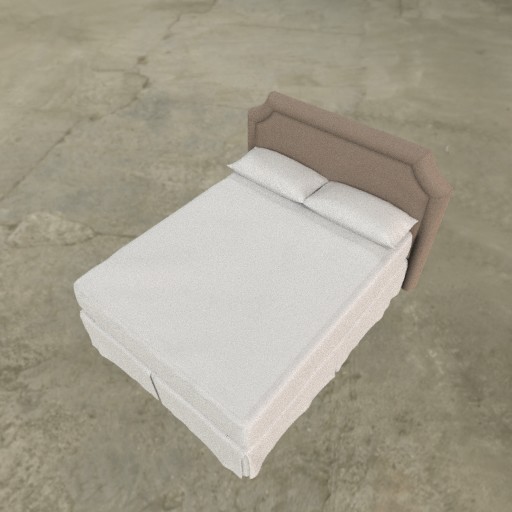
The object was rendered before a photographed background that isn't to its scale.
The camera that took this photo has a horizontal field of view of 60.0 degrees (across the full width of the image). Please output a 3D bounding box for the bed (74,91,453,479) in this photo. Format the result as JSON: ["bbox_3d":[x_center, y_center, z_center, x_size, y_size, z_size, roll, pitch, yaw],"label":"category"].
[{"bbox_3d":[0.000,0.000,3.212,1.828,1.303,2.164,31,53,26],"label":"bed"}]
